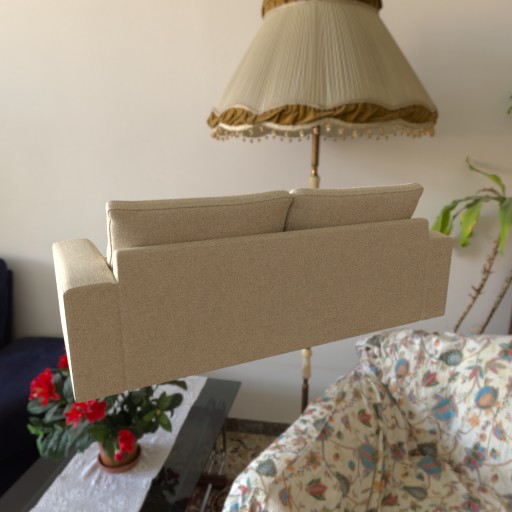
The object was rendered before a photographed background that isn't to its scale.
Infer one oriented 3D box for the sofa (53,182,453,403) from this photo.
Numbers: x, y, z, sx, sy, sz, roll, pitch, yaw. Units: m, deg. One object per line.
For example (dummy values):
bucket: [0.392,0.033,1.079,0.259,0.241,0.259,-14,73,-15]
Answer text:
sofa: [0.000,0.000,2.798,2.299,0.922,1.040,-7,17,-25]
